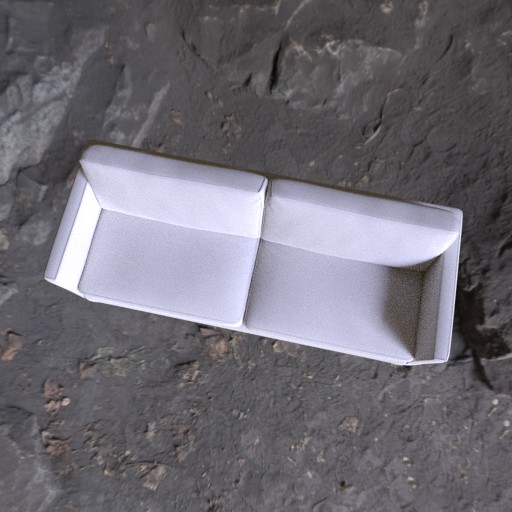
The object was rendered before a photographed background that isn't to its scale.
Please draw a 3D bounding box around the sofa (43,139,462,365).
[{"bbox_3d":[0.000,0.000,2.857,2.361,0.962,0.951,11,76,3],"label":"sofa"}]
